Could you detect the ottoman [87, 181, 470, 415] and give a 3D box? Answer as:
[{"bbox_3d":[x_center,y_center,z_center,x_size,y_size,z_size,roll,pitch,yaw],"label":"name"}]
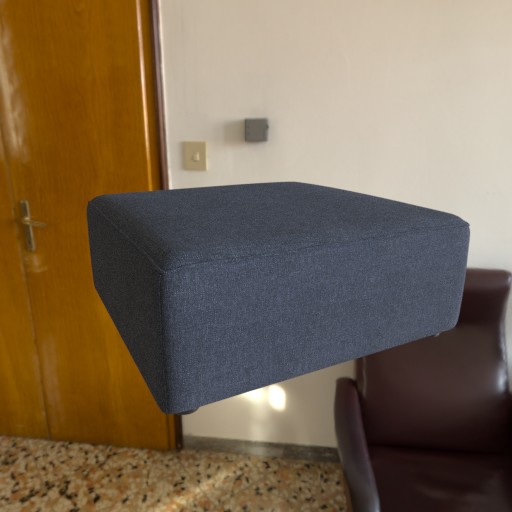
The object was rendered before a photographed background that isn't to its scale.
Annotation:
[{"bbox_3d":[0.000,0.000,1.579,1.000,0.439,1.000,-9,19,-27],"label":"ottoman"}]
